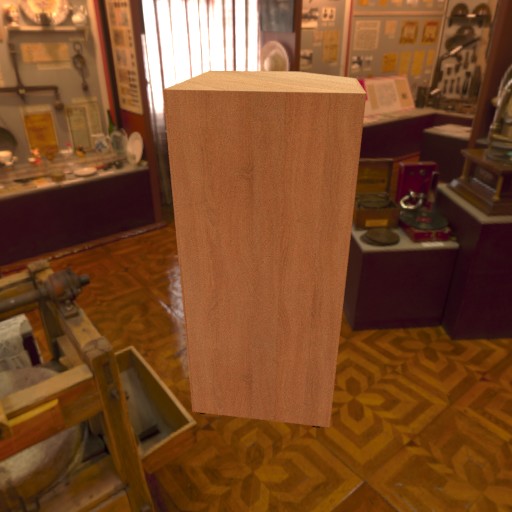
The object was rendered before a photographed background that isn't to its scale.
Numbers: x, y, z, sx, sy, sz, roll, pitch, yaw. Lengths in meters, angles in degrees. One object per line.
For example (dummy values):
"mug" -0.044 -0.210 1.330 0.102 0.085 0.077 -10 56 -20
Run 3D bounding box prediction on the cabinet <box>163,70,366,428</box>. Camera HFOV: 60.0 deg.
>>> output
"cabinet" 0.000 0.000 2.870 1.094 2.120 1.327 -19 33 -32
